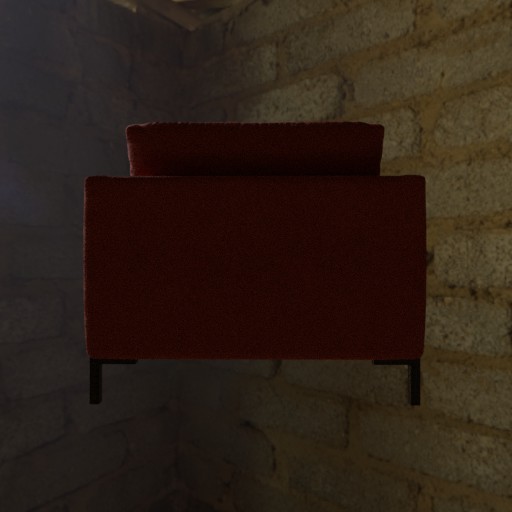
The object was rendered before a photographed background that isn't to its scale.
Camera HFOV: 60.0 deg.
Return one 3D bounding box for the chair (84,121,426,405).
[{"bbox_3d":[0.000,0.000,1.629,0.964,0.812,0.875,0,0,1],"label":"chair"}]
